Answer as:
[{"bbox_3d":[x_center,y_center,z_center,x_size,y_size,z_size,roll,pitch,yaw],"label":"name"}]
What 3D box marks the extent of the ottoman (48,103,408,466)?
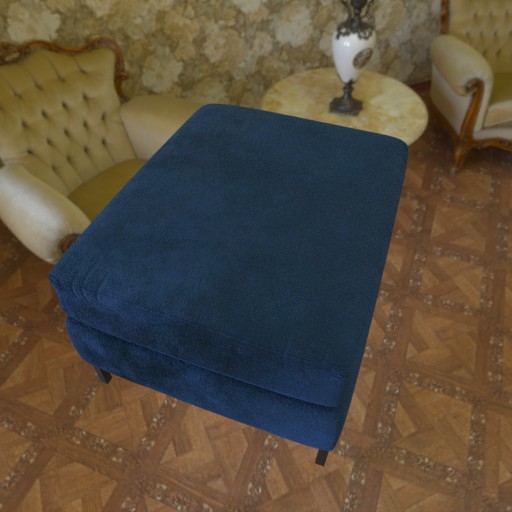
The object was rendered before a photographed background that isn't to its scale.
[{"bbox_3d":[0.000,0.000,1.179,0.655,0.485,0.794,15,49,14],"label":"ottoman"}]
